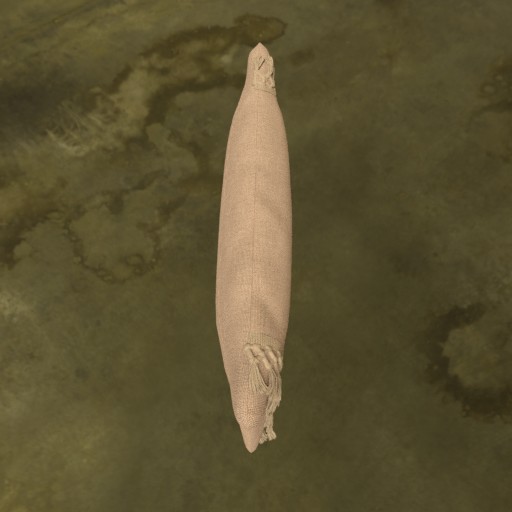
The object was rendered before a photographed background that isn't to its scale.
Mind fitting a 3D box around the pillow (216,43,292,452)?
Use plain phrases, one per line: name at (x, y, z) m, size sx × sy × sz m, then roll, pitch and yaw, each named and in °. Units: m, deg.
pillow at (0.000, 0.000, 0.590) m, size 0.084 × 0.305 × 0.466 m, roll 1°, pitch 62°, yaw 1°
